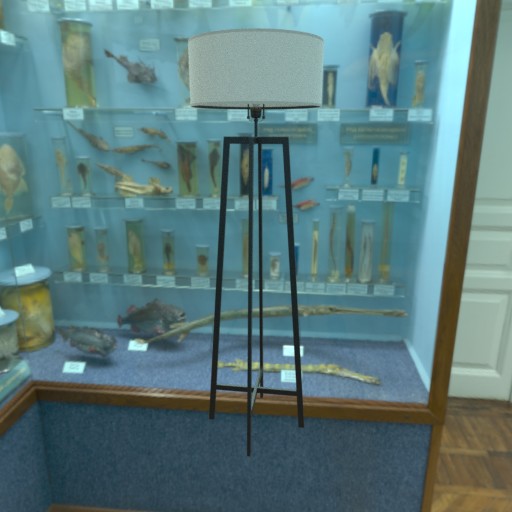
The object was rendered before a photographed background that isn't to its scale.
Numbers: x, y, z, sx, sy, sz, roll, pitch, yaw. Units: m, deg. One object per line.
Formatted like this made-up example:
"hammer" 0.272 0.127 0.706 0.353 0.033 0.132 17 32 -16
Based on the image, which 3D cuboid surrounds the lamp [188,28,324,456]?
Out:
"lamp" 0.000 0.000 1.717 0.457 1.510 0.456 2 16 8
